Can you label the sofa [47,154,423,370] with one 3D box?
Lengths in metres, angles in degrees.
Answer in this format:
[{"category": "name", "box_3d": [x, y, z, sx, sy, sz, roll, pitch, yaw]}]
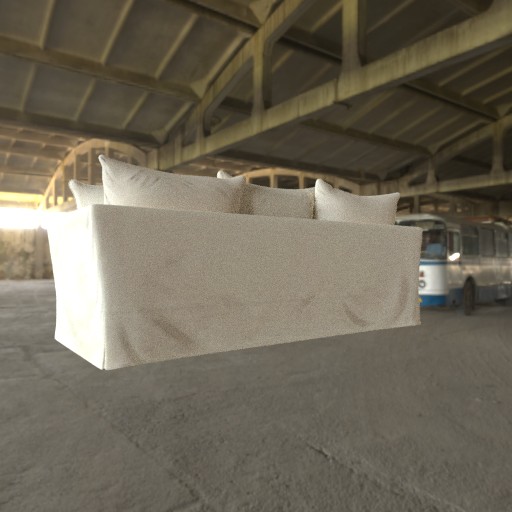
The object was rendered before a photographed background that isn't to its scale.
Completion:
[{"category": "sofa", "box_3d": [0.000, 0.000, 3.062, 2.484, 1.042, 1.030, 0, -1, -36]}]
